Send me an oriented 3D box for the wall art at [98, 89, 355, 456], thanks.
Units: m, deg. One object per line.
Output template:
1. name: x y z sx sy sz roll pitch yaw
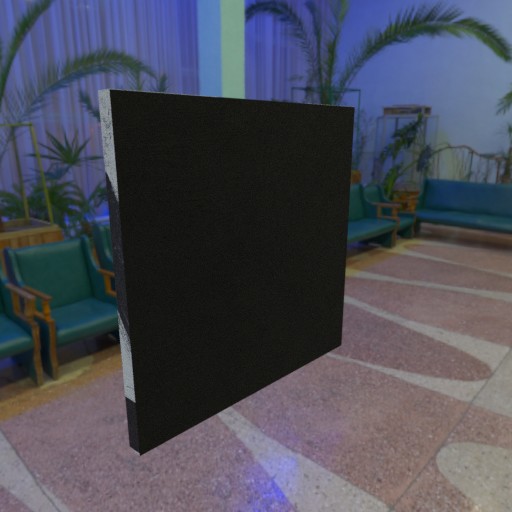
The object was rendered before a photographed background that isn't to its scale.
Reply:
1. wall art: 0.000 0.000 1.153 0.765 0.765 0.046 -15 21 -42
